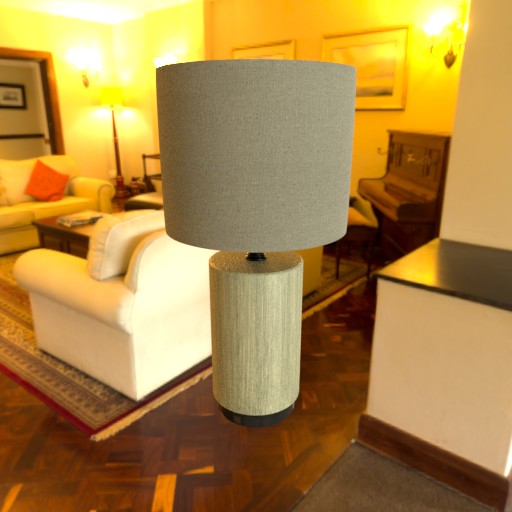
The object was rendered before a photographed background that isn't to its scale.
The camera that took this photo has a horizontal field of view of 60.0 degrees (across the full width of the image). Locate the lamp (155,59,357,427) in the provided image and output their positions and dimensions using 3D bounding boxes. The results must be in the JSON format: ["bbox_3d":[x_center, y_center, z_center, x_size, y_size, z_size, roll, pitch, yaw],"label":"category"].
[{"bbox_3d":[0.000,0.000,0.575,0.228,0.444,0.228,-3,18,-9],"label":"lamp"}]
